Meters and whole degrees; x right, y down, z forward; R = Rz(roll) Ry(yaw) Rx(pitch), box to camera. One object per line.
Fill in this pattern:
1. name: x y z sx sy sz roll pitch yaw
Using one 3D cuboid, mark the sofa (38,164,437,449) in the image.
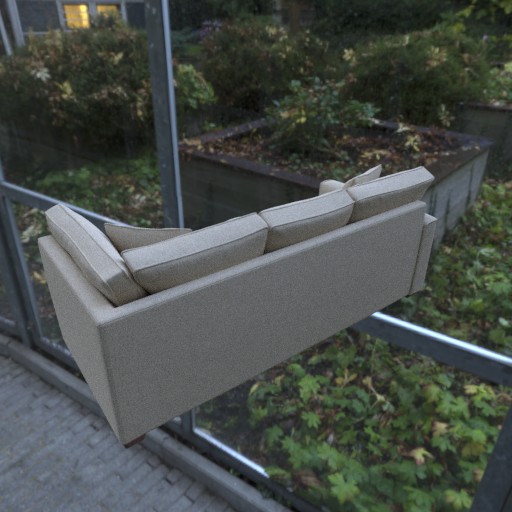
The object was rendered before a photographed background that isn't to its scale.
1. sofa: 0.000 0.000 2.833 2.317 0.962 1.061 -19 34 -32
